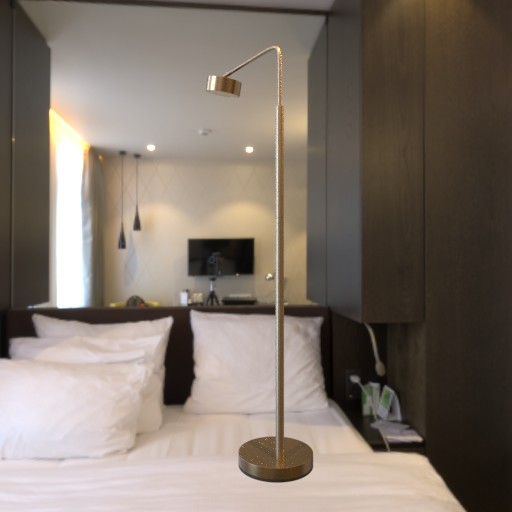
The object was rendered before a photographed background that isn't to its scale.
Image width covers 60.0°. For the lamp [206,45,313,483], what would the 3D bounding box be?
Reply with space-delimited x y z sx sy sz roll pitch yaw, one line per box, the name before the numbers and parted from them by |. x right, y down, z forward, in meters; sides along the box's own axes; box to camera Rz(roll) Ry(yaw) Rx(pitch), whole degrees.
lamp | 0.000 0.000 1.394 0.219 1.230 0.418 1 -1 -36
